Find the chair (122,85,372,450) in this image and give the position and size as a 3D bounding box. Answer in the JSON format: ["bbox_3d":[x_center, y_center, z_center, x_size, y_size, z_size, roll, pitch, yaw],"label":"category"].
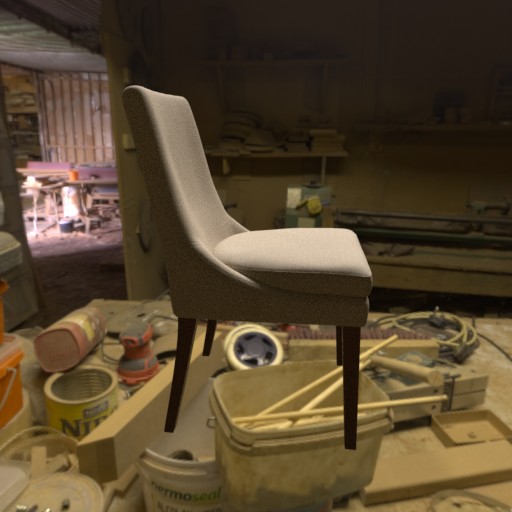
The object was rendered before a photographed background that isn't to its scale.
[{"bbox_3d":[0.000,0.000,1.341,0.638,0.940,0.515,2,16,7],"label":"chair"}]
